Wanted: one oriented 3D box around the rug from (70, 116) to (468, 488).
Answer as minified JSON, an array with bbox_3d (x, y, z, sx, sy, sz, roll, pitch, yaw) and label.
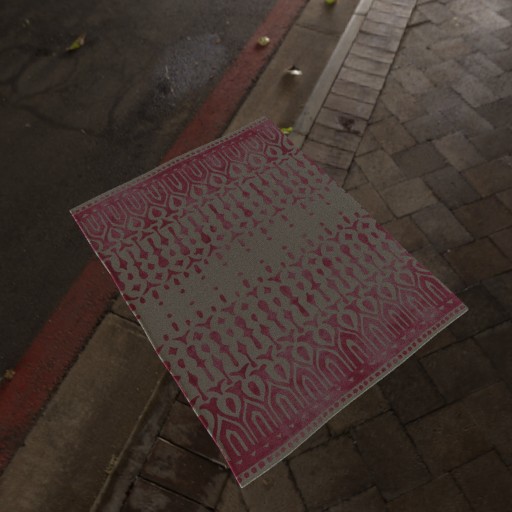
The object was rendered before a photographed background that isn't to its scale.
[{"bbox_3d":[0.000,0.000,4.182,2.441,0.016,3.095,-31,63,-18],"label":"rug"}]
